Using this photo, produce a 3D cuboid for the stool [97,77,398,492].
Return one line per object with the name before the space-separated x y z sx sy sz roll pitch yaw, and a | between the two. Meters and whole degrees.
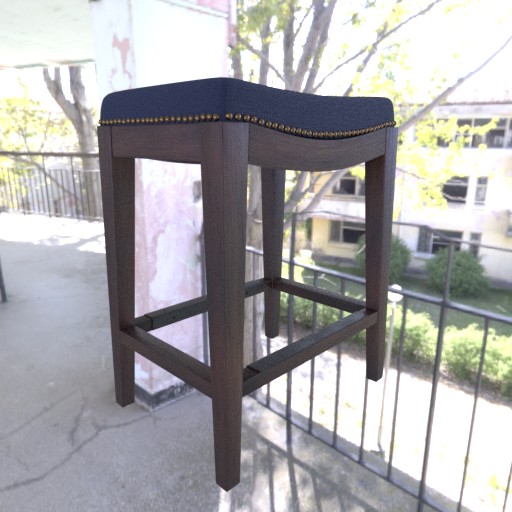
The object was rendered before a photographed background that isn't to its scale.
stool | 0.000 0.000 0.930 0.361 0.642 0.500 14 20 43
